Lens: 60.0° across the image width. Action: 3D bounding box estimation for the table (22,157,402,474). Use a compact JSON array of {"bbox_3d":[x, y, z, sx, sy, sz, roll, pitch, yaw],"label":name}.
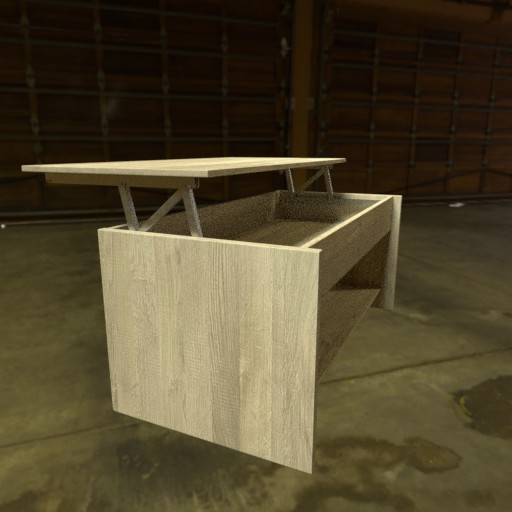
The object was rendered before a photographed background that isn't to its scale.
[{"bbox_3d":[0.000,0.000,1.369,0.712,0.570,1.000,6,15,25],"label":"table"}]
